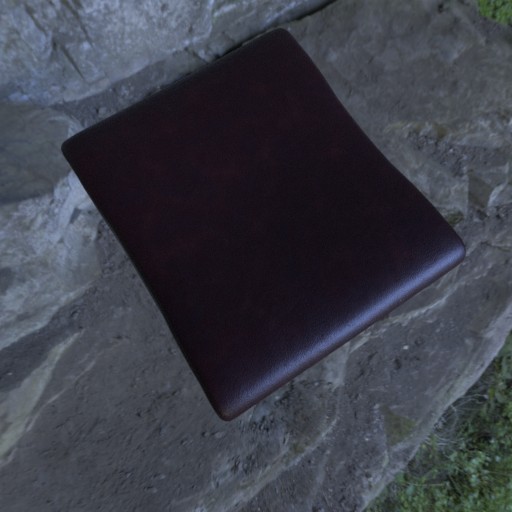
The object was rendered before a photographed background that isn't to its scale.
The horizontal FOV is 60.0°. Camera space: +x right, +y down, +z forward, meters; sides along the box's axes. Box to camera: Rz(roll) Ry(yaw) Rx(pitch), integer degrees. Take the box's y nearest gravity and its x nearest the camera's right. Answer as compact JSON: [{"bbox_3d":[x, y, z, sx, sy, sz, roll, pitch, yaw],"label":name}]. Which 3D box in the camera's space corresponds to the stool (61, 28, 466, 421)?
[{"bbox_3d":[0.000,0.000,0.893,0.397,0.608,0.465,-32,76,-9],"label":"stool"}]
